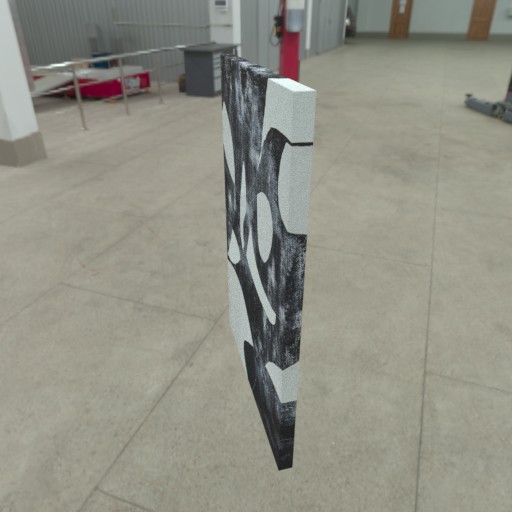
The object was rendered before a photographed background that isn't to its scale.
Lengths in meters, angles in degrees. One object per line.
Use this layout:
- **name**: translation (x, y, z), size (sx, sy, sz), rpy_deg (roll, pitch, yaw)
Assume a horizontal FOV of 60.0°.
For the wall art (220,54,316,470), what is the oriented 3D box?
- **wall art**: translation (0.000, 0.000, 1.161), size (0.041, 0.915, 0.610), rpy_deg (-7, 30, -13)
